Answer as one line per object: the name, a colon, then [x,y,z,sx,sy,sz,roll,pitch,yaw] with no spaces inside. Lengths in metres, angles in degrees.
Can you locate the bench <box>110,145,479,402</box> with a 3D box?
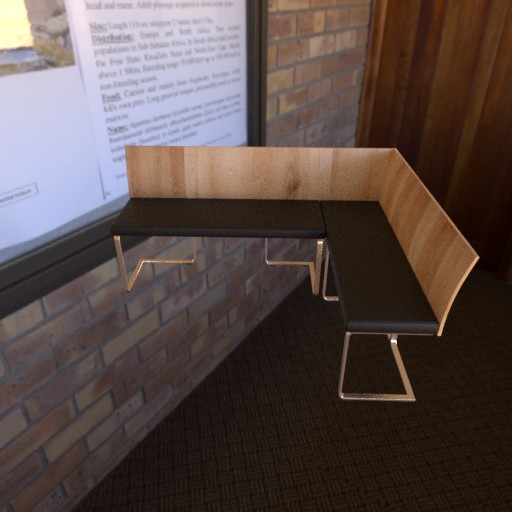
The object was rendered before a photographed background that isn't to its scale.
bench: [0.000,0.000,2.785,1.945,0.930,1.495,1,31,2]
